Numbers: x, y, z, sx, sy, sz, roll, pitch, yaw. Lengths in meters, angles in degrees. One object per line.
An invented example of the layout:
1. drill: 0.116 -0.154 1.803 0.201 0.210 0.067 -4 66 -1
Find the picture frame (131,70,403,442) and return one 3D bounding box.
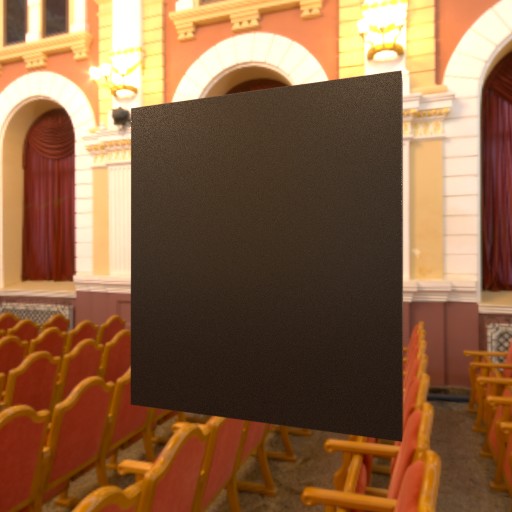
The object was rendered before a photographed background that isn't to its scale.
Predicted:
1. picture frame: 0.000 0.000 0.523 0.328 0.378 0.034 0 0 20
